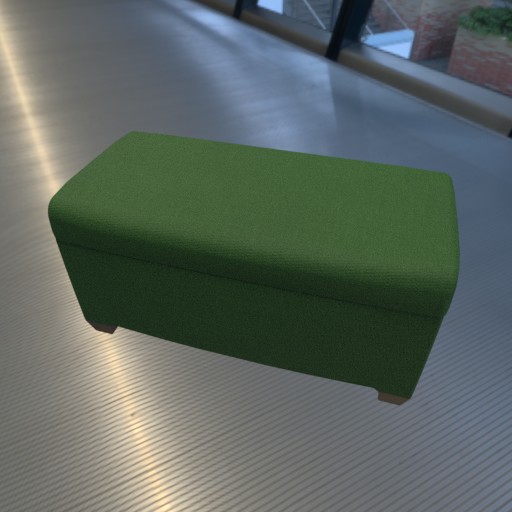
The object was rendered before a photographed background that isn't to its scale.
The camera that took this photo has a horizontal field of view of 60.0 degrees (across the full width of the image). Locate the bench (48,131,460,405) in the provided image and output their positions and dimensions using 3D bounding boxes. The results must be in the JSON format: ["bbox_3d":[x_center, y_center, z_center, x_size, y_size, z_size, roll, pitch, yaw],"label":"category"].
[{"bbox_3d":[0.000,0.000,1.291,0.989,0.501,0.505,11,41,12],"label":"bench"}]
